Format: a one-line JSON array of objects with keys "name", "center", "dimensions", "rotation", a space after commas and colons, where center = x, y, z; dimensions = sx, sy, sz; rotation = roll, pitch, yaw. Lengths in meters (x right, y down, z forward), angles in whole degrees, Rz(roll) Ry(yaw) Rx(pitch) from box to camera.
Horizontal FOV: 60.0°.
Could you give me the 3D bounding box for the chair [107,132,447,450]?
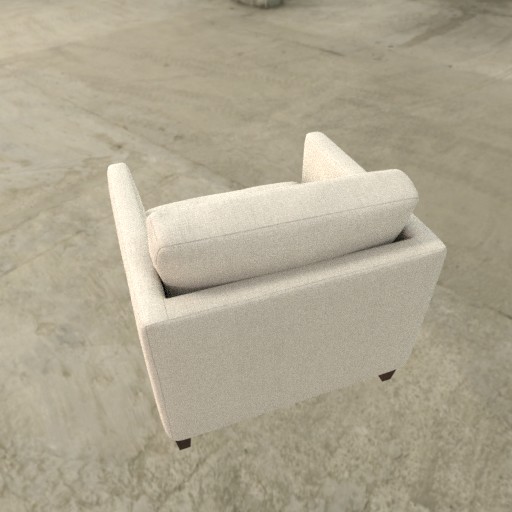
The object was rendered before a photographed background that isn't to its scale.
[{"name": "chair", "center": [0.000, 0.000, 1.767], "dimensions": [0.996, 0.919, 0.959], "rotation": [-13, 42, -15]}]
